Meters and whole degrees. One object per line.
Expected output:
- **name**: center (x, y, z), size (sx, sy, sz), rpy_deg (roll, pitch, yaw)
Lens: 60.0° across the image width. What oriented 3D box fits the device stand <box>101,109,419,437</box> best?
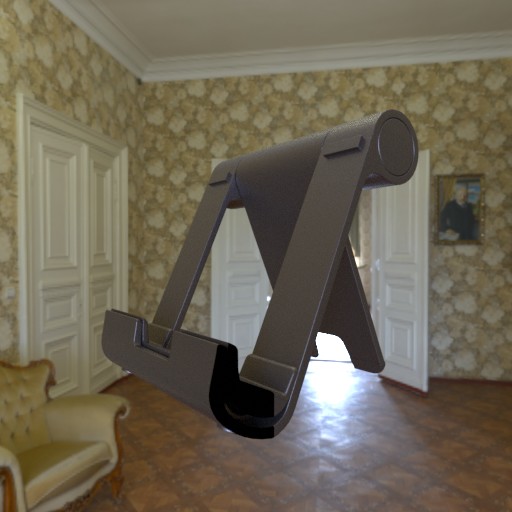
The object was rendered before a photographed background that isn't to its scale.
- **device stand**: center (0.000, 0.000, 0.152), size (0.079, 0.084, 0.088), rpy_deg (0, 0, -36)
